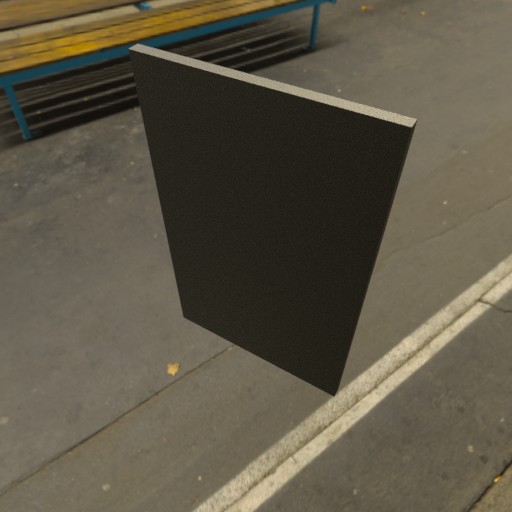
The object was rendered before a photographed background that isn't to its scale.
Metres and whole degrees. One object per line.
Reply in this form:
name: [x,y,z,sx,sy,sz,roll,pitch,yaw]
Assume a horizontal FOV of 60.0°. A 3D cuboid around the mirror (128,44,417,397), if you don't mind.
mirror: [0.000,0.000,1.492,0.762,1.219,0.038,24,51,20]
